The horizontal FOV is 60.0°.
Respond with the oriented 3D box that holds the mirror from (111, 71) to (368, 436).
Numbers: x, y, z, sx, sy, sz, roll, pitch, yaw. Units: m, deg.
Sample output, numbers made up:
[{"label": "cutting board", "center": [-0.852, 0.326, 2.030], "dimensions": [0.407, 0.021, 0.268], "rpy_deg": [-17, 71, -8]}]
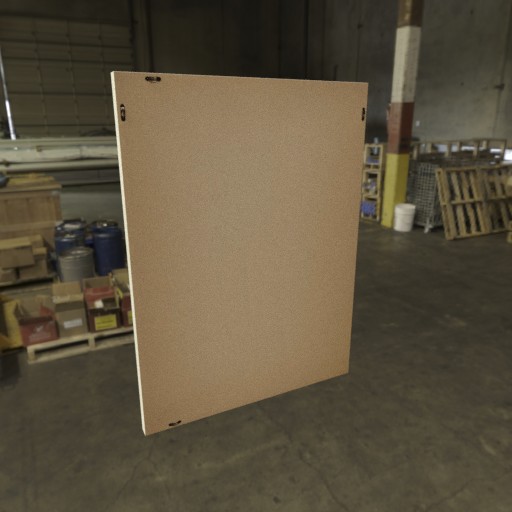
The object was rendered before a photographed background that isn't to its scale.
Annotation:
[{"label": "mirror", "center": [0.000, 0.000, 1.361], "dimensions": [0.762, 1.016, 0.040], "rpy_deg": [-9, 19, -26]}]
